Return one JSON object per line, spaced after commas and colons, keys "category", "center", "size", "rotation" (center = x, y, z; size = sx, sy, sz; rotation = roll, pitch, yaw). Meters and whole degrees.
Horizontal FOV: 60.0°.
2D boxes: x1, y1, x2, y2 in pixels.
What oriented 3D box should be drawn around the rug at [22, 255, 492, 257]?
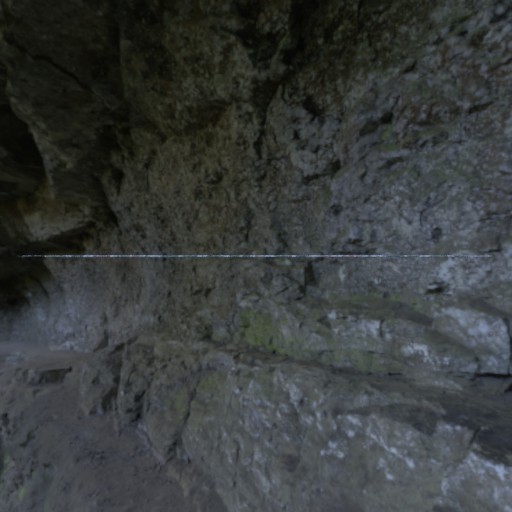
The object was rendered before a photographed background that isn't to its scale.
{"category": "rug", "center": [0.000, 0.000, 2.997], "size": [2.438, 0.011, 1.524], "rotation": [0, 0, -1]}
